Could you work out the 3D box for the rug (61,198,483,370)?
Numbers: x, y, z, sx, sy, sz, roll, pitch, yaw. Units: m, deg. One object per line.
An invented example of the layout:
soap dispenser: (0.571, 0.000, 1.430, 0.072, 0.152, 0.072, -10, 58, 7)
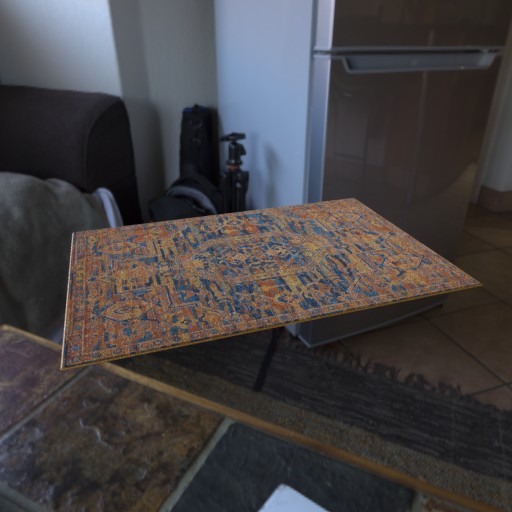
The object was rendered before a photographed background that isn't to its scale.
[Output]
rug: (0.000, 0.000, 2.211, 1.758, 0.013, 1.148, -9, 29, -16)
